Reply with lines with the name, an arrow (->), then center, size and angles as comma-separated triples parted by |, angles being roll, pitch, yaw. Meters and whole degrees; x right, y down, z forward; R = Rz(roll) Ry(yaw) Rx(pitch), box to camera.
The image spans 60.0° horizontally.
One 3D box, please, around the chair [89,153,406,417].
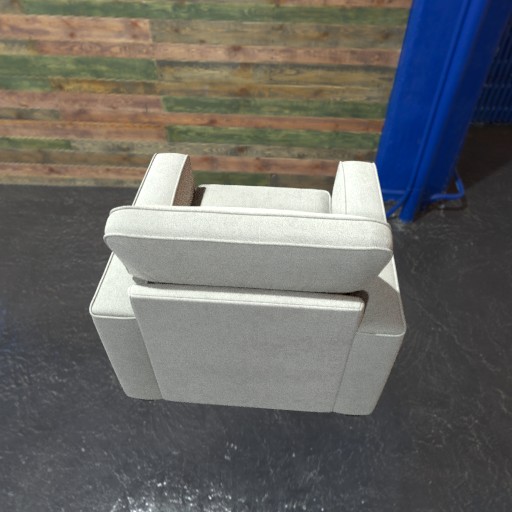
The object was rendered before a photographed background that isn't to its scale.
chair -> 0.000, 0.000, 1.800 | 1.015, 0.965, 0.939 | 3, 46, 3
